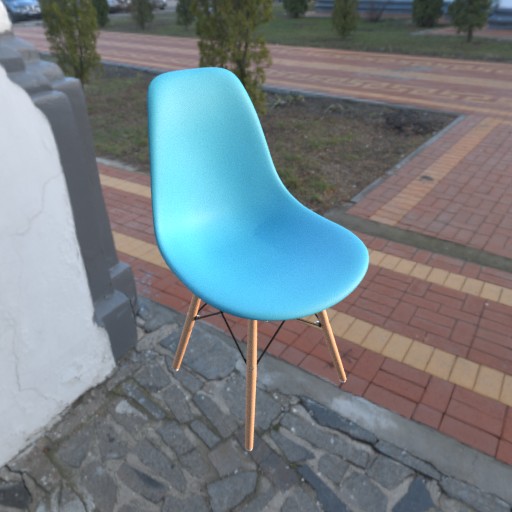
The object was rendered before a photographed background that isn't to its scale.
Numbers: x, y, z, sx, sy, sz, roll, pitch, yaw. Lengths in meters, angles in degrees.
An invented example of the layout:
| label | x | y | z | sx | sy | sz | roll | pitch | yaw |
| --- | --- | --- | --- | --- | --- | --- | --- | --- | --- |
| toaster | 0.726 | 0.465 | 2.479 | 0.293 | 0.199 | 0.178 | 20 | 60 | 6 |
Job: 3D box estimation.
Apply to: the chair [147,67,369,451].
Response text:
| label | x | y | z | sx | sy | sz | roll | pitch | yaw |
| --- | --- | --- | --- | --- | --- | --- | --- | --- | --- |
| chair | 0.000 | 0.000 | 1.130 | 0.470 | 0.826 | 0.531 | -23 | 38 | -33 |
